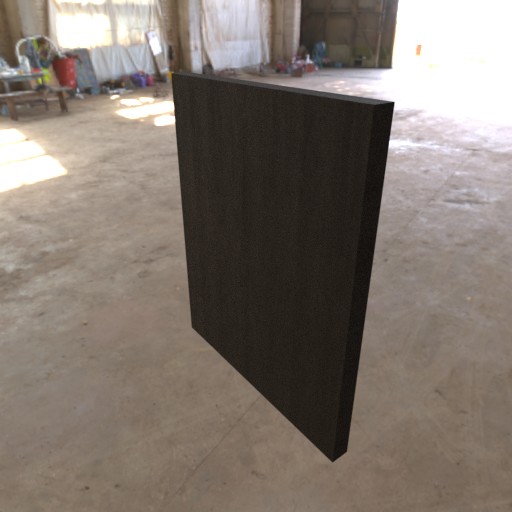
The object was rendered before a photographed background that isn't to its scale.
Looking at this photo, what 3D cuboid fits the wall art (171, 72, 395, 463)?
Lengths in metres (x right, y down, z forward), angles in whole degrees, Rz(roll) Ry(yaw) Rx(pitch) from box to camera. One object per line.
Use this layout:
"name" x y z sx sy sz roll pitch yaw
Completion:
"wall art" 0.000 0.000 0.759 0.034 0.552 0.455 -19 33 -32
